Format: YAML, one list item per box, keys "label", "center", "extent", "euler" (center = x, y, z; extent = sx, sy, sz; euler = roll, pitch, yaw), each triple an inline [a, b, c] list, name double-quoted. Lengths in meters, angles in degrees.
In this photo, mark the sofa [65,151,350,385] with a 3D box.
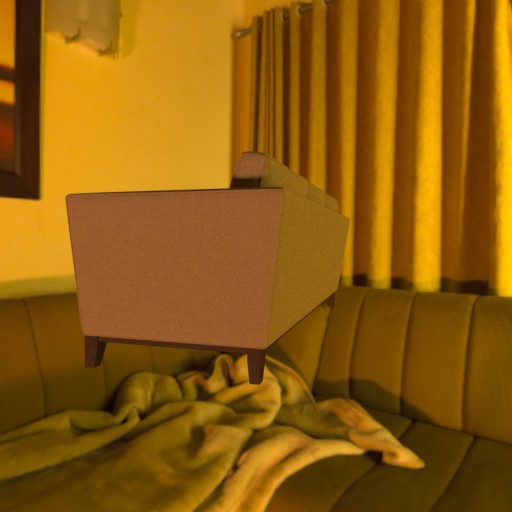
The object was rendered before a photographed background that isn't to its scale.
- label: "sofa"
  center: [0.000, 0.000, 2.881]
  extent: [0.965, 0.940, 2.388]
  euler: [1, 2, 18]
